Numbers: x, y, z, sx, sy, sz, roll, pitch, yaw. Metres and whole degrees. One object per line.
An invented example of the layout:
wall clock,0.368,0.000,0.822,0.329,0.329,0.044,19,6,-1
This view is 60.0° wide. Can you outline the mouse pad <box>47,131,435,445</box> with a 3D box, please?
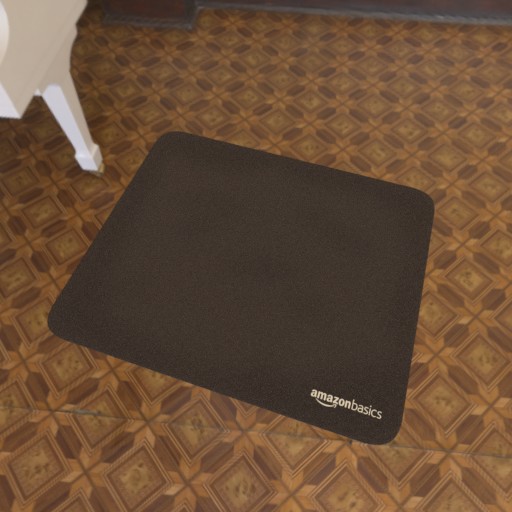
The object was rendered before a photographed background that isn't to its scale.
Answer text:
mouse pad,0.000,0.000,0.338,0.249,0.002,0.211,16,60,10
